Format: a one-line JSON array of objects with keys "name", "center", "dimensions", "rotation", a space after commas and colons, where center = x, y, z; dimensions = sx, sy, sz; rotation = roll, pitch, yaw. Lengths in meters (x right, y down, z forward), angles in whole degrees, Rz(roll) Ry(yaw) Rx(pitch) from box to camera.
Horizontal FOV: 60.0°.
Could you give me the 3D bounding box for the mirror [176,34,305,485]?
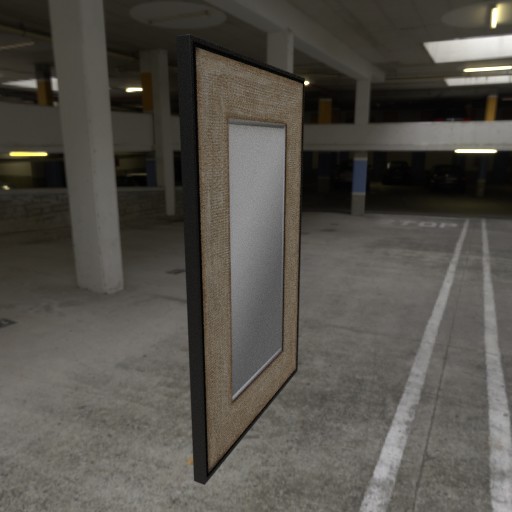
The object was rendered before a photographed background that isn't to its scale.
[{"name": "mirror", "center": [0.000, 0.000, 1.500], "dimensions": [0.038, 1.219, 0.762], "rotation": [7, 16, 25]}]
